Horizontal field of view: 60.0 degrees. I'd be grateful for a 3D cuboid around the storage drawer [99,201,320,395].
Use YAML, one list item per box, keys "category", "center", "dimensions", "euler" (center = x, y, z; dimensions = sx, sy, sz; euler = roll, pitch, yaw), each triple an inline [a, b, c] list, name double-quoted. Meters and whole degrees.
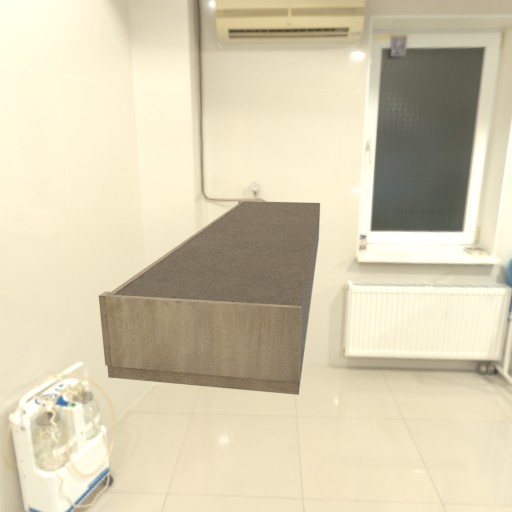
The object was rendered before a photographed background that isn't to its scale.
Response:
- category: "storage drawer"
  center: [0.000, 0.000, 2.273]
  dimensions: [0.591, 0.274, 2.072]
  euler: [2, 15, 9]
